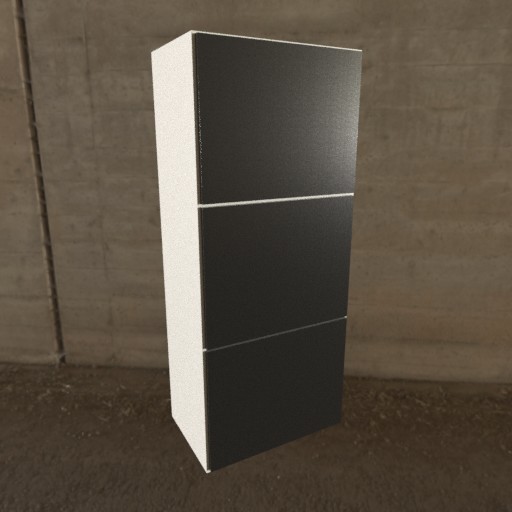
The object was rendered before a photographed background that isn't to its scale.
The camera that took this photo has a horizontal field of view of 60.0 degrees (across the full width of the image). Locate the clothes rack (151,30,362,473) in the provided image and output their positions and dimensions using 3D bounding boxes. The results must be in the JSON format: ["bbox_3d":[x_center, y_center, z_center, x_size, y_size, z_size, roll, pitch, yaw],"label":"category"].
[{"bbox_3d":[0.000,0.000,1.395,0.500,1.187,0.330,-8,17,-28],"label":"clothes rack"}]
